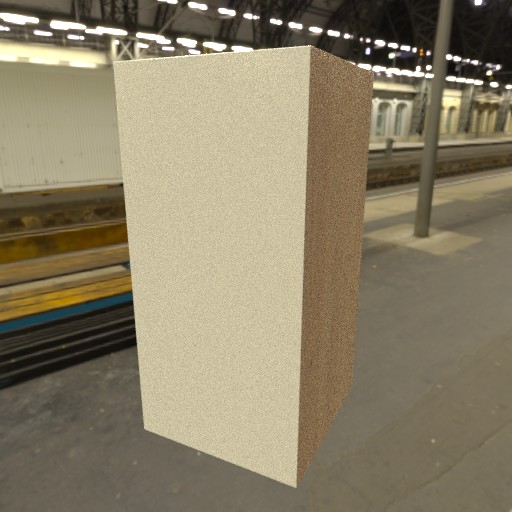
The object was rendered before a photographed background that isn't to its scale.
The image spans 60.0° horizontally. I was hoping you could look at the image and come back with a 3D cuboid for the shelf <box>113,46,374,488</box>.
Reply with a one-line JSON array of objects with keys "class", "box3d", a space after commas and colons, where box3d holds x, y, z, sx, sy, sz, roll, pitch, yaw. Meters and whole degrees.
[{"class": "shelf", "box3d": [0.000, 0.000, 0.755, 0.290, 0.594, 0.297, 8, 19, 26]}]
